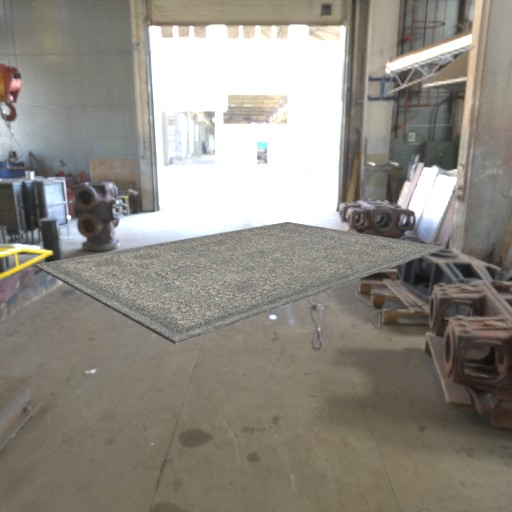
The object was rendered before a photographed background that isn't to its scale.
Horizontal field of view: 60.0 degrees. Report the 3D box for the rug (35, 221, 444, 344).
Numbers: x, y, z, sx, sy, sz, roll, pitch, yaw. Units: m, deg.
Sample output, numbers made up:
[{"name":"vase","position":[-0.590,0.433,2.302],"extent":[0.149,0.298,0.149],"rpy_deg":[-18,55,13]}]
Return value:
[{"name":"rug","position":[0.000,0.000,2.340],"extent":[1.819,0.012,1.208],"rpy_deg":[-13,19,-42]}]
